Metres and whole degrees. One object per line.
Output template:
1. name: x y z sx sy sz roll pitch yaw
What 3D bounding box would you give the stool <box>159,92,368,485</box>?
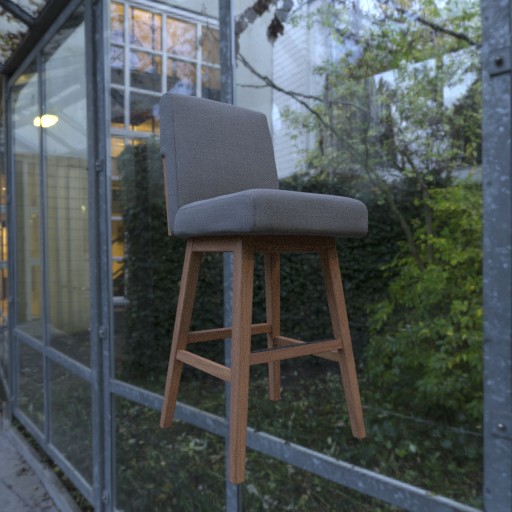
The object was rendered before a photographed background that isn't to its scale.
1. stool: 0.000 0.000 1.412 0.483 1.112 0.570 0 1 -36
